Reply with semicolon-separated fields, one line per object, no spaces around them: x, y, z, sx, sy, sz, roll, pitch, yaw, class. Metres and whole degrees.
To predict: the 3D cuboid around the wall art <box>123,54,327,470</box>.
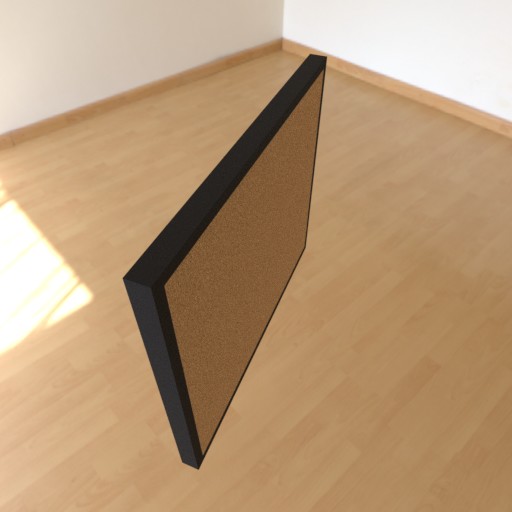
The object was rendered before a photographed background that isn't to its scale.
0.000;0.000;0.737;0.030;0.454;0.554;17;48;16;wall art
